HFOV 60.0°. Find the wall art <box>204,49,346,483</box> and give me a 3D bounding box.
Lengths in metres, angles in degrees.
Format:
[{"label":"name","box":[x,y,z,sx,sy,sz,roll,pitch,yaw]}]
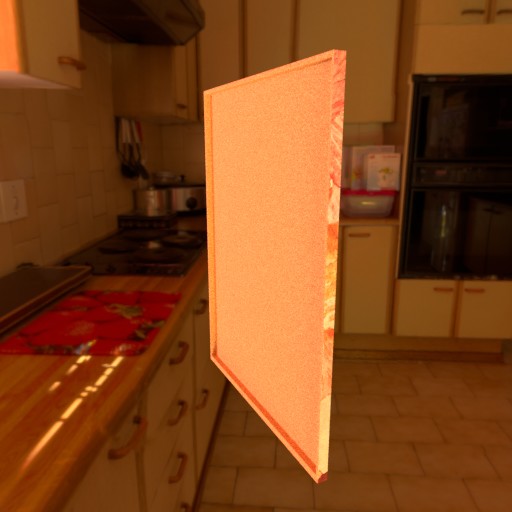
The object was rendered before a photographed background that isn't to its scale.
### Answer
[{"label":"wall art","box":[0.000,0.000,1.337,0.031,1.015,0.762,-7,15,-26]}]
